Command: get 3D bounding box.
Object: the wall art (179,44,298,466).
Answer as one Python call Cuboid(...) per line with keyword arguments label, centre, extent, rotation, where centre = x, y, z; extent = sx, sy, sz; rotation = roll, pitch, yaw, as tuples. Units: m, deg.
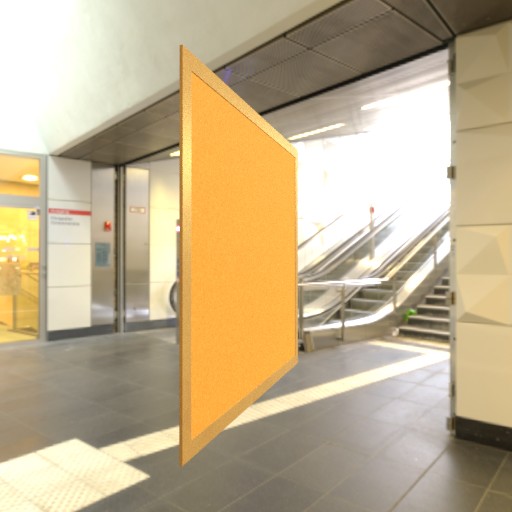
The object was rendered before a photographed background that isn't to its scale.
Cuboid(label="wall art", centre=(0.000, 0.000, 1.674), extent=(0.025, 1.067, 1.168), rotation=(0, 0, 20))
